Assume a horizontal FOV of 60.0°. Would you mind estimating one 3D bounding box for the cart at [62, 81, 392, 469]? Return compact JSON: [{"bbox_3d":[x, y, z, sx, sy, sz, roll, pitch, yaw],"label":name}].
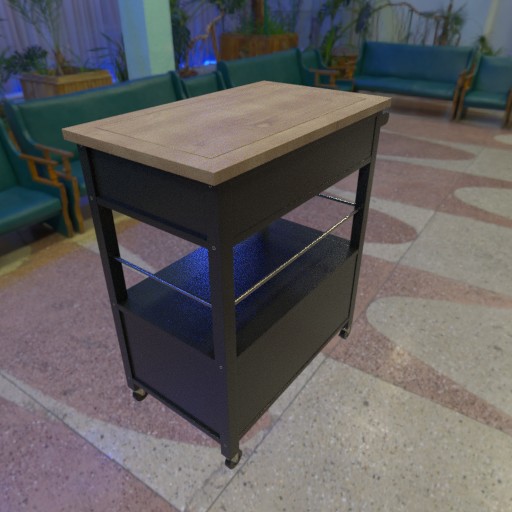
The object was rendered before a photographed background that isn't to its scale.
[{"bbox_3d":[0.000,0.000,1.391,0.459,0.901,0.840,21,37,31],"label":"cart"}]
